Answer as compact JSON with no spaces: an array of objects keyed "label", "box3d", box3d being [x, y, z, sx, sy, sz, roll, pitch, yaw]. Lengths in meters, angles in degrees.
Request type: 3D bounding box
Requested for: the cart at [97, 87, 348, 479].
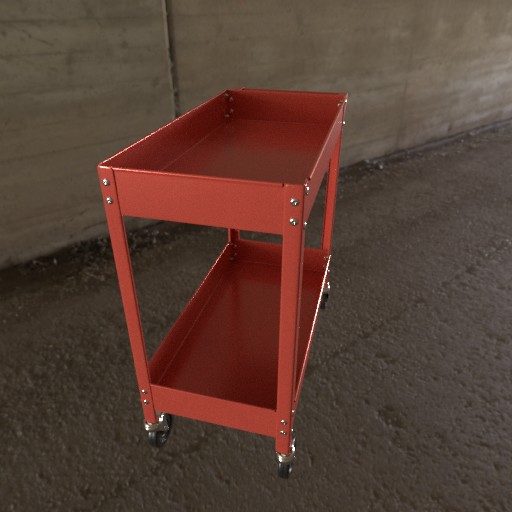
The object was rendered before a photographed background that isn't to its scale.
[{"label":"cart","box3d":[0.000,0.000,1.164,0.366,0.719,0.779,8,32,13]}]
